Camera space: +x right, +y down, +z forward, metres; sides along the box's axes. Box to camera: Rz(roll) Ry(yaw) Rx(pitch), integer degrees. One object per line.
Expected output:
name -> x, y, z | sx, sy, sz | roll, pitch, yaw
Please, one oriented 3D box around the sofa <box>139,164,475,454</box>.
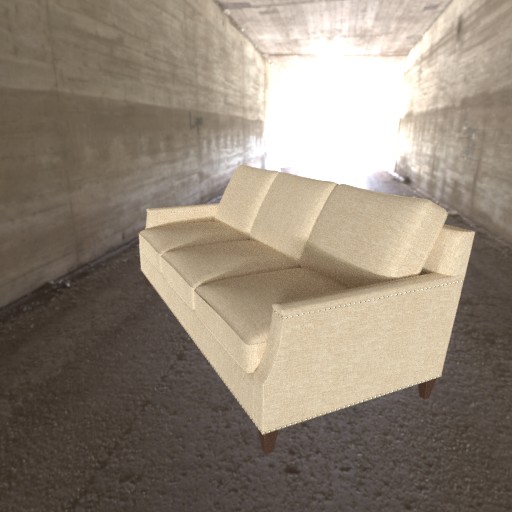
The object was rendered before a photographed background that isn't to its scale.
sofa -> 0.000, 0.000, 2.743 | 1.041, 0.940, 2.210 | -8, 18, -25
